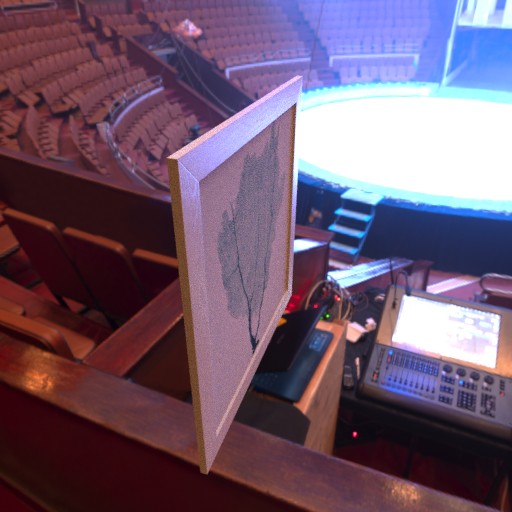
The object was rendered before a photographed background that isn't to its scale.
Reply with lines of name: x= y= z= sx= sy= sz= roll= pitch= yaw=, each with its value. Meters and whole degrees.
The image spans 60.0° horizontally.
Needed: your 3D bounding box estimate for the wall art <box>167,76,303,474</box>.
wall art: x=0.000 y=0.000 z=0.869 sx=0.015 sy=0.577 sz=0.572 roll=10 pitch=33 yaw=16
